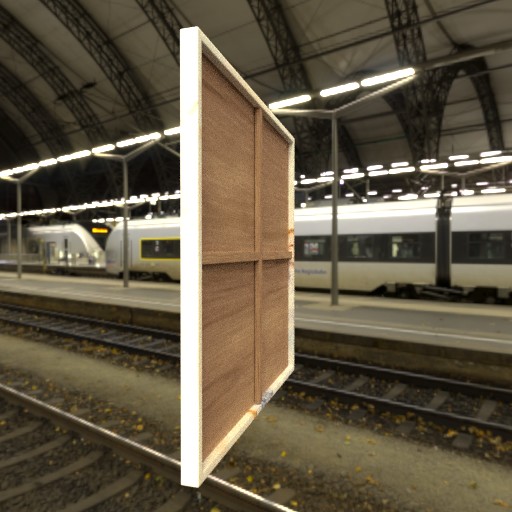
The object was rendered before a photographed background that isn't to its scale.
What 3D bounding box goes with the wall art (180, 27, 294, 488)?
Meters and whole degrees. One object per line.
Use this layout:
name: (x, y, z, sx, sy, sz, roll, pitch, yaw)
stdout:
wall art: (0.000, 0.000, 1.283, 0.038, 0.889, 0.889, 0, 1, 17)
